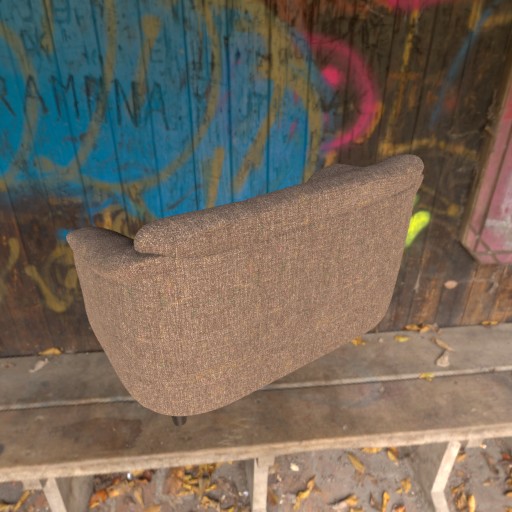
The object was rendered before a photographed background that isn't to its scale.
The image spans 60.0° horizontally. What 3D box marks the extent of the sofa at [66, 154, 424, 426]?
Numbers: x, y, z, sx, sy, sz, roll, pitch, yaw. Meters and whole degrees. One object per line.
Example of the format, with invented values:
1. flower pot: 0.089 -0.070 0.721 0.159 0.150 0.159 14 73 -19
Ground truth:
1. sofa: 0.000 0.000 1.940 1.404 0.895 0.799 -19 36 -29
